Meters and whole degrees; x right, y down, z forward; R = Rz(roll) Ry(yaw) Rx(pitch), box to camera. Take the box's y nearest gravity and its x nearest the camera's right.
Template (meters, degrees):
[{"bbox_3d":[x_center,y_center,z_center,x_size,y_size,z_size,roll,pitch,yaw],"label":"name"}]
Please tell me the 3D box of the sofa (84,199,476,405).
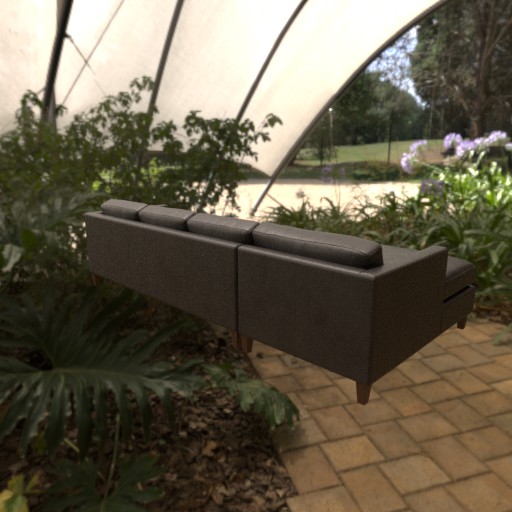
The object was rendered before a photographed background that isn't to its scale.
[{"bbox_3d":[0.000,0.000,3.900,3.203,0.883,1.581,13,19,43],"label":"sofa"}]
